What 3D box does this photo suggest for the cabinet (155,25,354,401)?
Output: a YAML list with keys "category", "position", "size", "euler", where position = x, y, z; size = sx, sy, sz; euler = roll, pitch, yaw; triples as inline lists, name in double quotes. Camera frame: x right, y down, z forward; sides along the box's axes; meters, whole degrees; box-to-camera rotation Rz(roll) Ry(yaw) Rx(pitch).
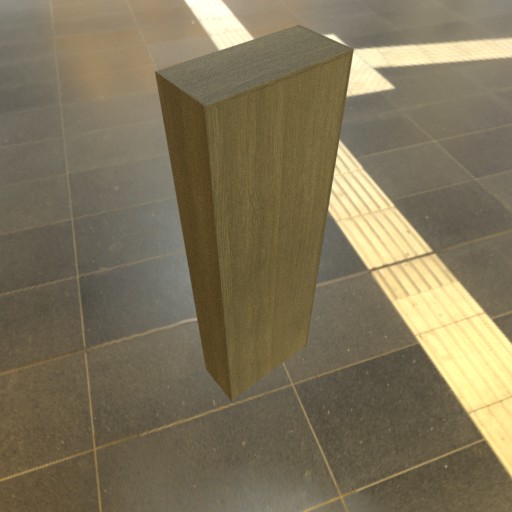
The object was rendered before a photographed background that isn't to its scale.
- category: "cabinet"
  position: [0.000, 0.000, 1.836]
  size: [0.520, 1.630, 0.255]
  euler: [-31, 54, -25]
